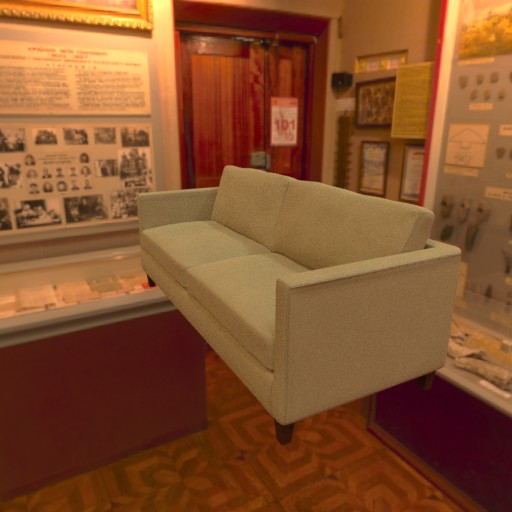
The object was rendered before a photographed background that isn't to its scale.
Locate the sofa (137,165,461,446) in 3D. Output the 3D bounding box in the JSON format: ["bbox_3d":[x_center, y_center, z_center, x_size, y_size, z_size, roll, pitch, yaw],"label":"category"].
[{"bbox_3d":[0.000,0.000,2.726,0.948,0.932,2.181,-9,20,-27],"label":"sofa"}]
